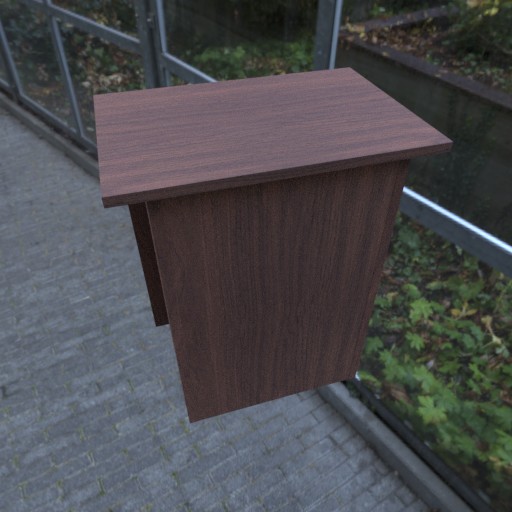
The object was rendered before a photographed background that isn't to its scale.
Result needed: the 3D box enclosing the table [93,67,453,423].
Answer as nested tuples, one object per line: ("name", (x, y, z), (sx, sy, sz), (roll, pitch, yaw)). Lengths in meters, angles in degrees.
("table", (0.000, 0.000, 1.081), (0.589, 0.711, 0.406), (-11, 42, -13))
